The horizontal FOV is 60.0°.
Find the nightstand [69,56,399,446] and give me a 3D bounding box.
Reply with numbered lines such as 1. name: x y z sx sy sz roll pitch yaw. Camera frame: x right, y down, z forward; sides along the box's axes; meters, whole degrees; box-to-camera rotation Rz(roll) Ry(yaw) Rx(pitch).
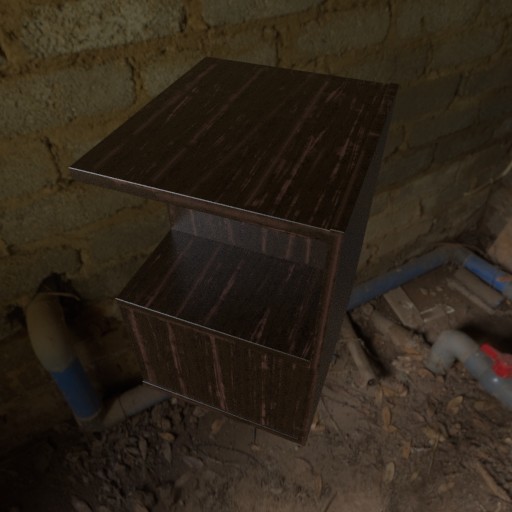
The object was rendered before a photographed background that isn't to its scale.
1. nightstand: 0.000 0.000 0.843 0.356 0.559 0.400 15 46 15
